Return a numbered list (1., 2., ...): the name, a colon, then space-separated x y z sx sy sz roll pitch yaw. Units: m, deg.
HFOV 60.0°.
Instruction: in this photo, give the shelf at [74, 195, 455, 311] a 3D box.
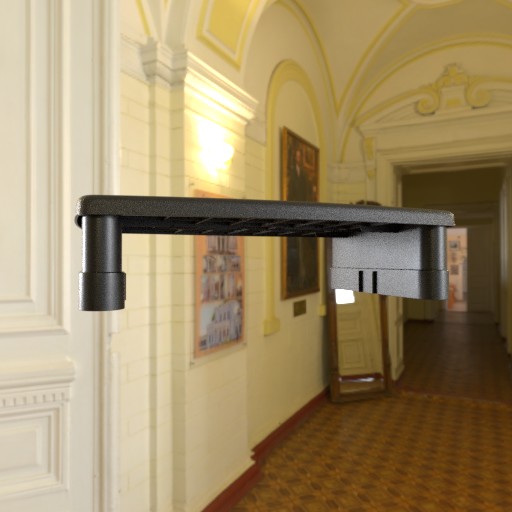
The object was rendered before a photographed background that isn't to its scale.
1. shelf: 0.000 0.000 0.544 0.410 0.100 0.280 0 -1 -19
